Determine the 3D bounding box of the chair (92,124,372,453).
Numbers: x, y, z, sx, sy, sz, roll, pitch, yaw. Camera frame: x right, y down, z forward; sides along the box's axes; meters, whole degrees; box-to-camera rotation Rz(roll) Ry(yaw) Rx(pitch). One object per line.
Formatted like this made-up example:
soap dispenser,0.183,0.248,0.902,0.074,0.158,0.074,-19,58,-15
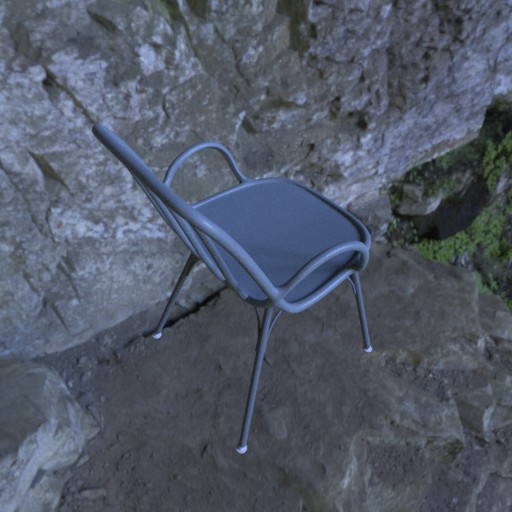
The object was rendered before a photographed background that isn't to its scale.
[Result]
chair,0.000,0.000,1.183,0.597,0.816,0.549,-28,50,-27
